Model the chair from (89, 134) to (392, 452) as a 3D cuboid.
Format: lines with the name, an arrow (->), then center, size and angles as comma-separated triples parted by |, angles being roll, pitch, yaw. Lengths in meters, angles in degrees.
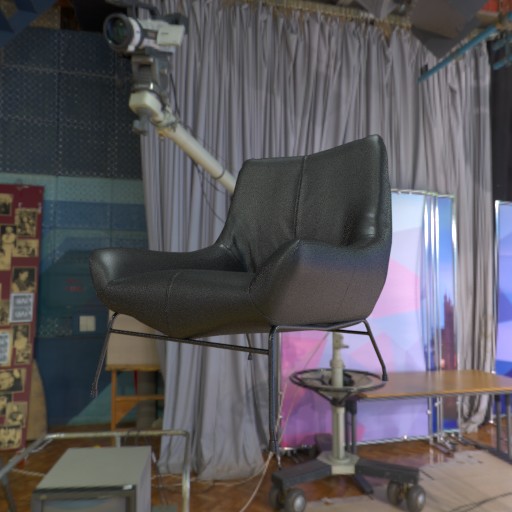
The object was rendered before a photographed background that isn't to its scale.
chair -> 0.000, 0.000, 1.562 | 0.836, 0.922, 0.826 | -1, -2, 37
